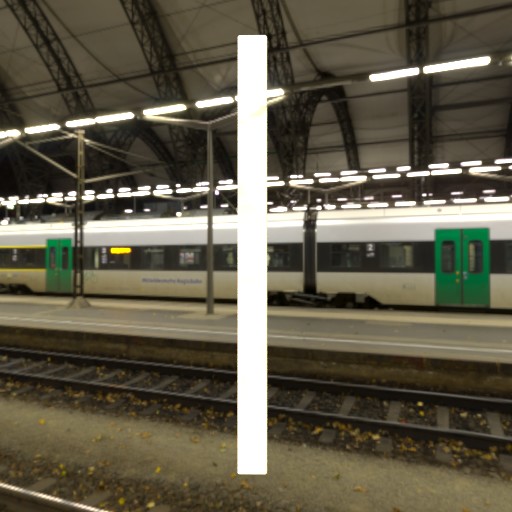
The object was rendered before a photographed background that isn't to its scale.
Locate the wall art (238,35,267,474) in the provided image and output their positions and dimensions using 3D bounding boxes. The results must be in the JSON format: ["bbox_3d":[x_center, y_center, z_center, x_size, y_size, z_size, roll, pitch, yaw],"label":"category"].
[{"bbox_3d":[0.000,0.000,1.599,0.071,1.061,1.061,0,-1,1],"label":"wall art"}]
